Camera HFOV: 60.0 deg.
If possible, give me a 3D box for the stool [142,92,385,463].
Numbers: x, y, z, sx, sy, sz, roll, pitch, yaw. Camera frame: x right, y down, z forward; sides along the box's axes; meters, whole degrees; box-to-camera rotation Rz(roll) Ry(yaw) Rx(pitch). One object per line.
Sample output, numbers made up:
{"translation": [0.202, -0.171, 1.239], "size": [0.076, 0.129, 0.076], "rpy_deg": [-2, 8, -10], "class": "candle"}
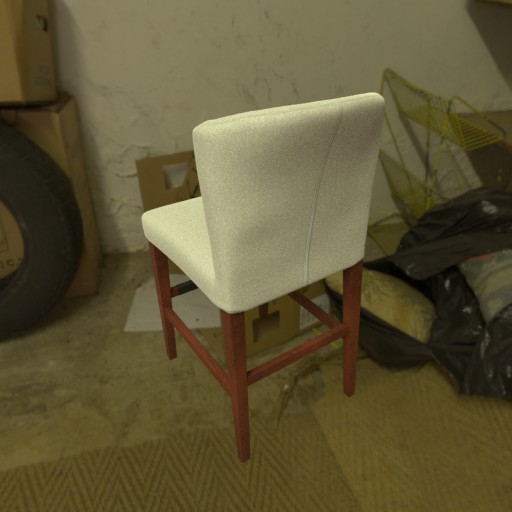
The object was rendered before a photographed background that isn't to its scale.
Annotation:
{"translation": [0.000, 0.000, 1.288], "size": [0.479, 0.968, 0.568], "rpy_deg": [-20, 37, -29], "class": "stool"}
